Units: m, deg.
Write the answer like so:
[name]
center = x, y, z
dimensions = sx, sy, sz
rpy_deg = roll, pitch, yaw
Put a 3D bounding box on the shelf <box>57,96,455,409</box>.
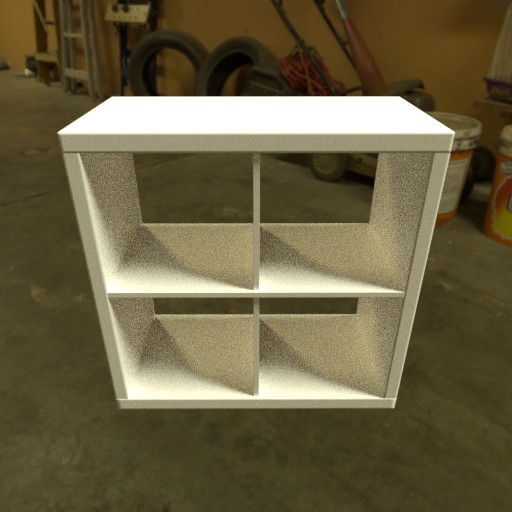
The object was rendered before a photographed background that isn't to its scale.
[shelf]
center = 0.000, 0.000, 1.244
dimensions = 0.790, 0.786, 0.390
rpy_deg = 0, 30, 0
